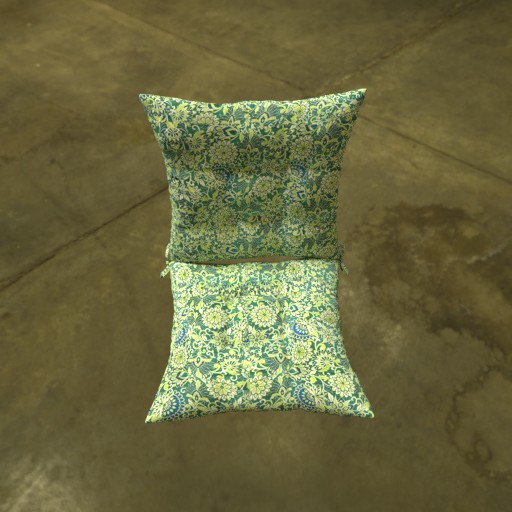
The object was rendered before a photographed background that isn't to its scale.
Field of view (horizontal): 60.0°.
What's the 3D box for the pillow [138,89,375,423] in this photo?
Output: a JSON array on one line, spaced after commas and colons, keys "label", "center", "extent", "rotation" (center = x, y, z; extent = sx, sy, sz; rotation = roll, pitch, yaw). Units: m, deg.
[{"label": "pillow", "center": [0.000, 0.000, 1.002], "extent": [0.541, 0.536, 0.585], "rotation": [-1, 48, -1]}]
